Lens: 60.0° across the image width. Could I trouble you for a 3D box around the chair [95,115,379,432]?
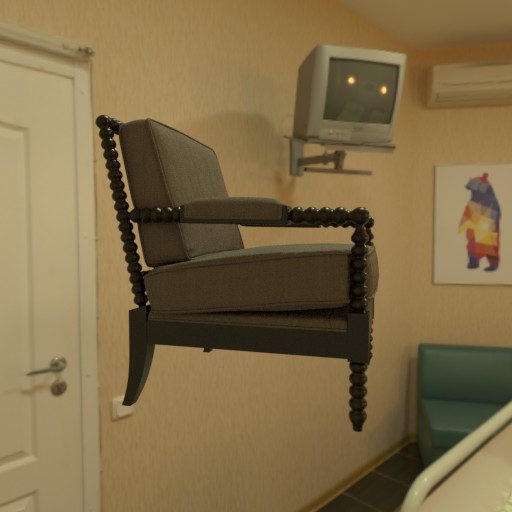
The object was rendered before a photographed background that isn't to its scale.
[{"bbox_3d":[0.000,0.000,1.160,0.622,0.661,0.540,1,3,16],"label":"chair"}]
